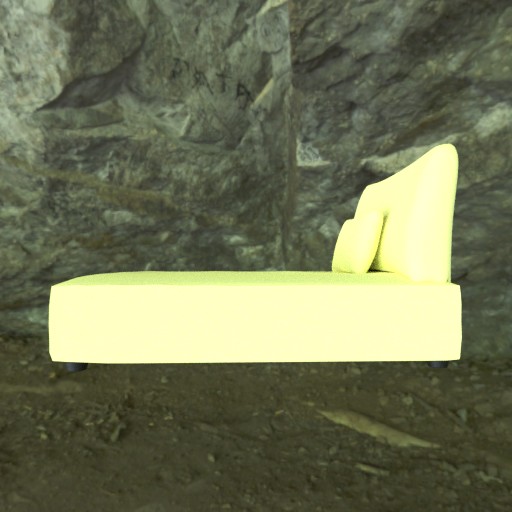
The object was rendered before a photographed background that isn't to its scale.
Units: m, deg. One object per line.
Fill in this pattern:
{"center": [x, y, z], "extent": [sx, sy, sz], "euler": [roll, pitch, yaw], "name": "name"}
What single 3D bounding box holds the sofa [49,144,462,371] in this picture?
{"center": [0.000, 0.000, 2.009], "extent": [1.450, 0.820, 0.930], "euler": [0, -1, -2], "name": "sofa"}
